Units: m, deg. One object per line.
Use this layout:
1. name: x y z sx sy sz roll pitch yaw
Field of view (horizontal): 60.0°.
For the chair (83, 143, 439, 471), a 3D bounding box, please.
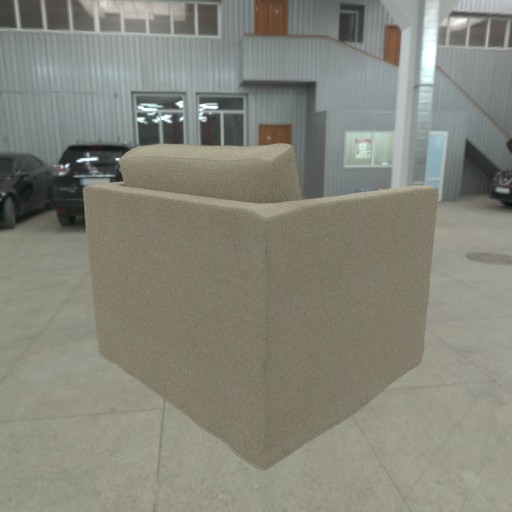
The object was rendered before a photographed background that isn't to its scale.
1. chair: 0.000 0.000 1.754 0.949 0.863 1.057 -13 19 -42
